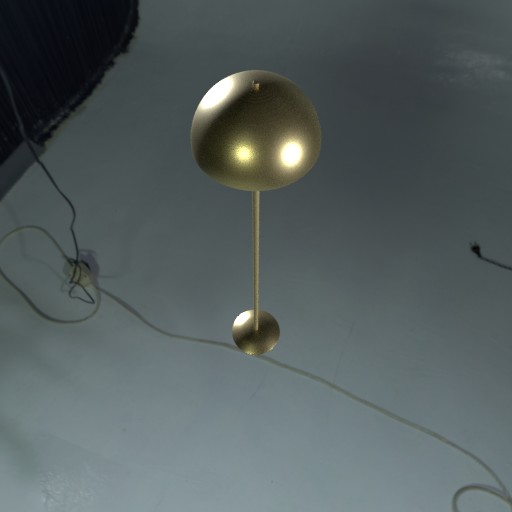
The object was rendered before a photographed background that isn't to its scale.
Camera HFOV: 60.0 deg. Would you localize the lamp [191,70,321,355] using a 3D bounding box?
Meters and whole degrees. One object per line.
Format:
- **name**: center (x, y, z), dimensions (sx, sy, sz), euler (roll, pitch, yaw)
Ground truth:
- **lamp**: center (0.000, 0.000, 1.608), dimensions (0.328, 1.480, 0.328), euler (15, 60, 9)
